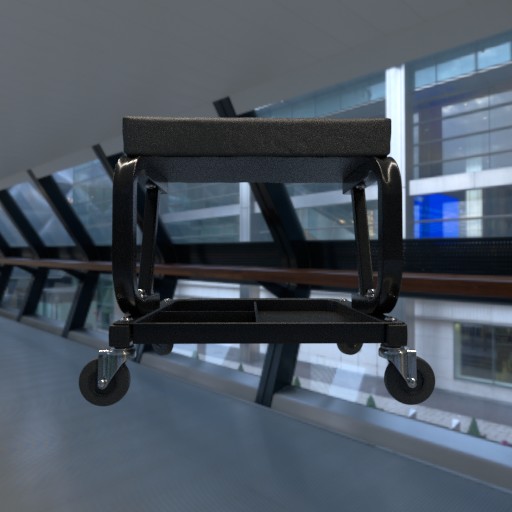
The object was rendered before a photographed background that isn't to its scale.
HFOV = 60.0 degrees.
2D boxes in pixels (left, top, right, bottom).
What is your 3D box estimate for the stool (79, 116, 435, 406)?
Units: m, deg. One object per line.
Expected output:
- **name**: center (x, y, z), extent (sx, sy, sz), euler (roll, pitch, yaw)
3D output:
- **stool**: center (0.000, 0.000, 0.724), extent (0.446, 0.380, 0.371), euler (0, -1, -1)
